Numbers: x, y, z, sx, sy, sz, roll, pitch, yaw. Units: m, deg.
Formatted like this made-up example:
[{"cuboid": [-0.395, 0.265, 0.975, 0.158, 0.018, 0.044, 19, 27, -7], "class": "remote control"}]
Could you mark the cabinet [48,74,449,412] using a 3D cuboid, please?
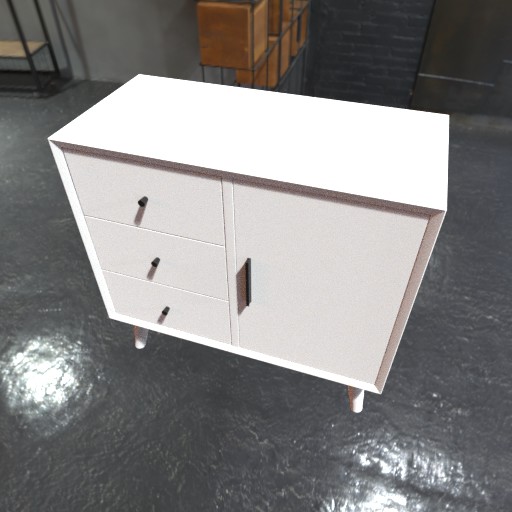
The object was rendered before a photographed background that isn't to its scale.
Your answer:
[{"cuboid": [0.000, 0.000, 1.226, 0.800, 0.761, 0.398, 13, 44, 14], "class": "cabinet"}]
